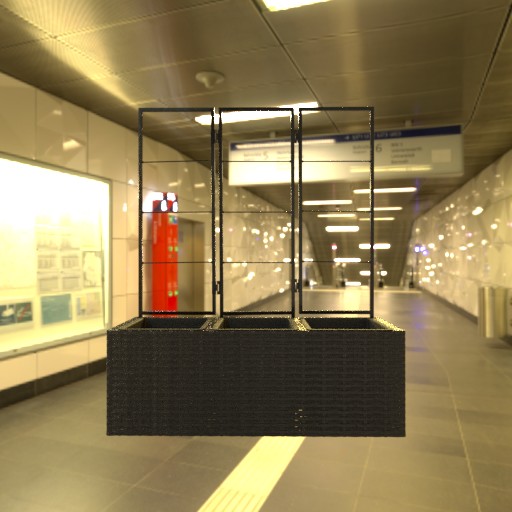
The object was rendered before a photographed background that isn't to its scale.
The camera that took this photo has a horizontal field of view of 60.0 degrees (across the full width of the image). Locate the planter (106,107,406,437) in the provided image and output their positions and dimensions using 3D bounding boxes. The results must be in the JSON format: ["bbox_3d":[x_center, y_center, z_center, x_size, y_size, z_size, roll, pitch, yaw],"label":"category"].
[{"bbox_3d":[0.000,0.000,1.150,0.698,0.841,0.244,0,0,1],"label":"planter"}]
